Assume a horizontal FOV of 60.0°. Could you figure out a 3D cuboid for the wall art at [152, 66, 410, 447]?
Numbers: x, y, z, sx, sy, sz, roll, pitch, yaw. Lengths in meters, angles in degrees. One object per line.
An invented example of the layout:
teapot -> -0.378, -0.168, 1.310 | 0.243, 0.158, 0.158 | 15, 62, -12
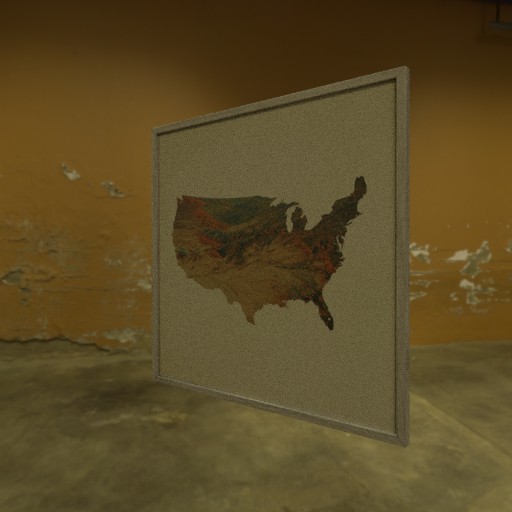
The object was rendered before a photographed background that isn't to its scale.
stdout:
wall art -> 0.000, 0.000, 0.745 | 0.508, 0.507, 0.016 | 0, 1, 37
